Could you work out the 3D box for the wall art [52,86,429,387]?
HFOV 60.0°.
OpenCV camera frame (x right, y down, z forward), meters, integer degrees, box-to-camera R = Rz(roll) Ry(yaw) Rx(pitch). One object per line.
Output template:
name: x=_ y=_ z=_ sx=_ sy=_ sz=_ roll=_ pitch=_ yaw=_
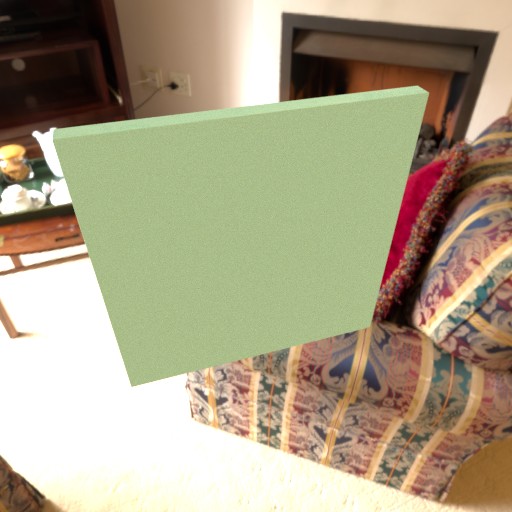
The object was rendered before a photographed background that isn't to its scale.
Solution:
wall art: x=0.000 y=0.000 z=0.890 sx=0.603 sy=0.603 sz=0.036 roll=-11 pitch=42 yaw=-13
